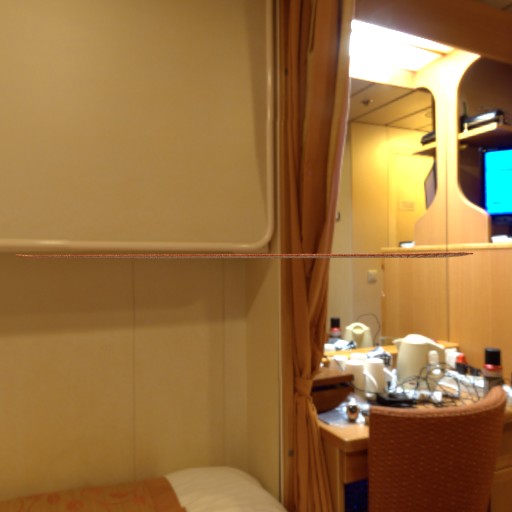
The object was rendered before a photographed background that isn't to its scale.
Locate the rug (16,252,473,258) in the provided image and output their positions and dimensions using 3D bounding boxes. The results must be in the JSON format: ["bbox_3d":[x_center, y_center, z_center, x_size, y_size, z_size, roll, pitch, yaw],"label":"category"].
[{"bbox_3d":[0.000,0.000,2.787,2.286,0.026,1.521,0,-1,19],"label":"rug"}]
